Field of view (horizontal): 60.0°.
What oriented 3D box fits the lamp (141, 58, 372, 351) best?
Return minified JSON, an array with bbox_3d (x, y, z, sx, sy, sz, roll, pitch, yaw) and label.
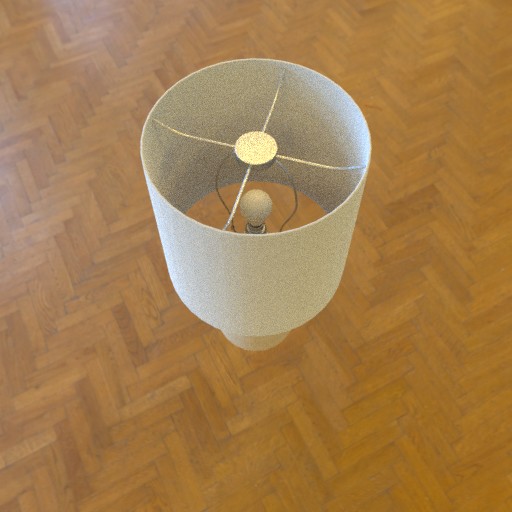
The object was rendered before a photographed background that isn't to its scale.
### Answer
[{"bbox_3d":[0.000,0.000,0.479,0.186,0.369,0.186,0,63,0],"label":"lamp"}]
